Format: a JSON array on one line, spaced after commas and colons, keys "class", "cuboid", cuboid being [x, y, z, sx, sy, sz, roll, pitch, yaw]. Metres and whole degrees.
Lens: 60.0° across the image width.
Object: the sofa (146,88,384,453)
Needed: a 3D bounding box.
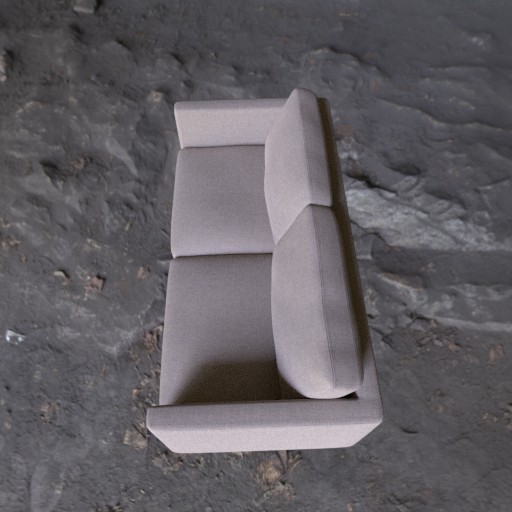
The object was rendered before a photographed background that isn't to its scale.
[{"class": "sofa", "cuboid": [0.000, 0.000, 2.410, 0.951, 0.947, 1.884, -2, 59, -1]}]
